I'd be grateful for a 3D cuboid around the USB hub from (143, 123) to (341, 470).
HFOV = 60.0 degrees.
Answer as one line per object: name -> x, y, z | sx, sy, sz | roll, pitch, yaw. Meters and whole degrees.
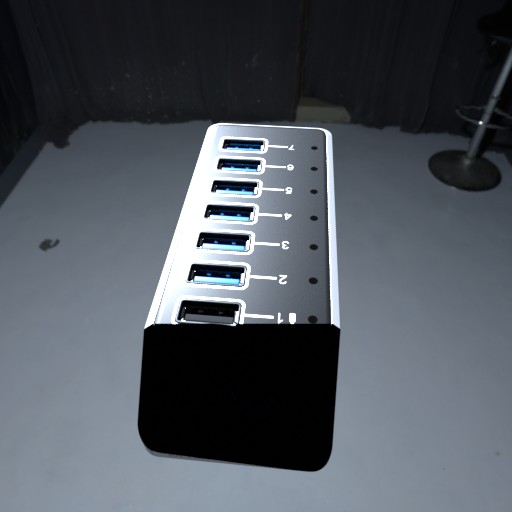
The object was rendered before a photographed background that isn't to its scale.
USB hub -> 0.000, 0.000, 0.130 | 0.044, 0.023, 0.110 | 4, 47, 4
